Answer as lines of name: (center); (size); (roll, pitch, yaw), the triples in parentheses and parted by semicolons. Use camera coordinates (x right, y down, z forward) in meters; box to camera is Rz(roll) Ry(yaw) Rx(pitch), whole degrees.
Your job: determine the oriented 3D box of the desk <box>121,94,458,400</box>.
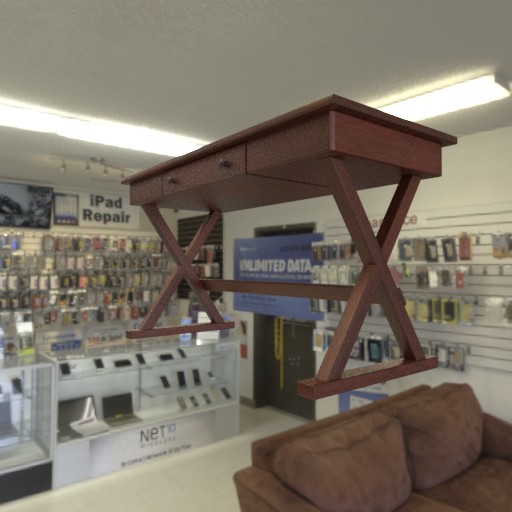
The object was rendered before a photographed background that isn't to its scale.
desk: (0.000, 0.000, 1.794); (0.600, 0.761, 1.372); (1, -2, -38)
